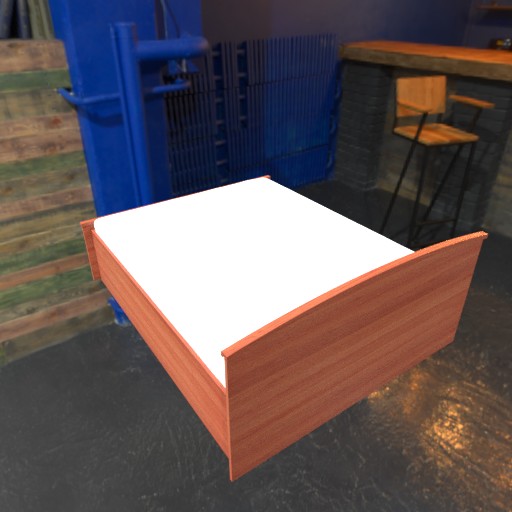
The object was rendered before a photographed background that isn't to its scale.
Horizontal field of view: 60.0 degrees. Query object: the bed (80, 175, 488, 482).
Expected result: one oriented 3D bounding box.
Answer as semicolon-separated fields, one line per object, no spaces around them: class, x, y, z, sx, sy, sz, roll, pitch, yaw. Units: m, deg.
bed;0.000;0.000;2.930;1.683;0.848;2.053;-19;36;-29
